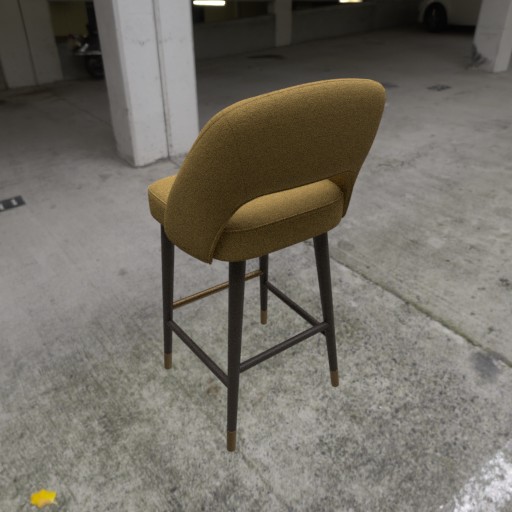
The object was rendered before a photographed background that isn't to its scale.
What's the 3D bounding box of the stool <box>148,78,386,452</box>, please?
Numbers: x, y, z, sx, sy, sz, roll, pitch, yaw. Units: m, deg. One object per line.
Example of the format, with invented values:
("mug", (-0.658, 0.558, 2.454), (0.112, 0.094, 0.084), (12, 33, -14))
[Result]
("stool", (0.000, 0.000, 1.306), (0.536, 1.032, 0.522), (-20, 36, -30))
